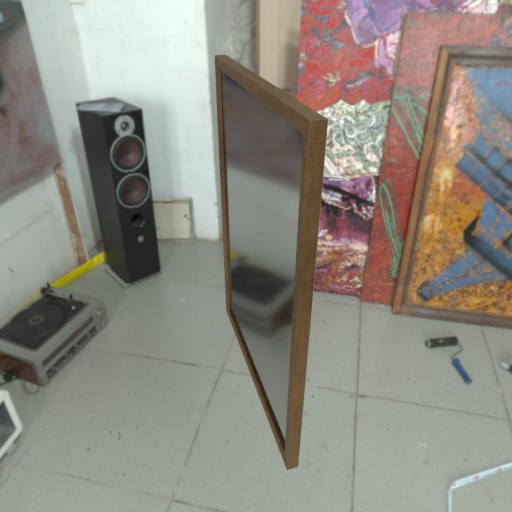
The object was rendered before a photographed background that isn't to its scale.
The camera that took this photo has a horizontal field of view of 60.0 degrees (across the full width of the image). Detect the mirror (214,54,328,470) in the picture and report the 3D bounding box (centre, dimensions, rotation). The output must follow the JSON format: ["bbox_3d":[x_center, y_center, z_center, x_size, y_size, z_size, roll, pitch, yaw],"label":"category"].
[{"bbox_3d":[0.000,0.000,1.339,0.040,1.016,0.762,-9,34,-14],"label":"mirror"}]
